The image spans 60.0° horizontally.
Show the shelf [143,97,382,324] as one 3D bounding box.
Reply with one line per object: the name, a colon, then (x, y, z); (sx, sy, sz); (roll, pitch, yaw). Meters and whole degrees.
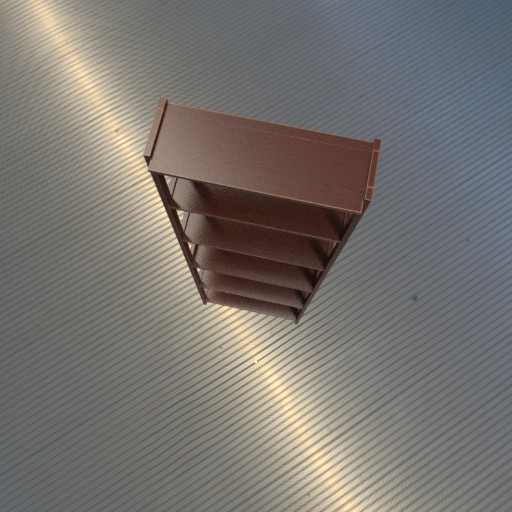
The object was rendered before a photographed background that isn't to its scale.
shelf: (0.000, 0.000, 2.162); (0.660, 1.892, 0.381); (12, 77, 3)
